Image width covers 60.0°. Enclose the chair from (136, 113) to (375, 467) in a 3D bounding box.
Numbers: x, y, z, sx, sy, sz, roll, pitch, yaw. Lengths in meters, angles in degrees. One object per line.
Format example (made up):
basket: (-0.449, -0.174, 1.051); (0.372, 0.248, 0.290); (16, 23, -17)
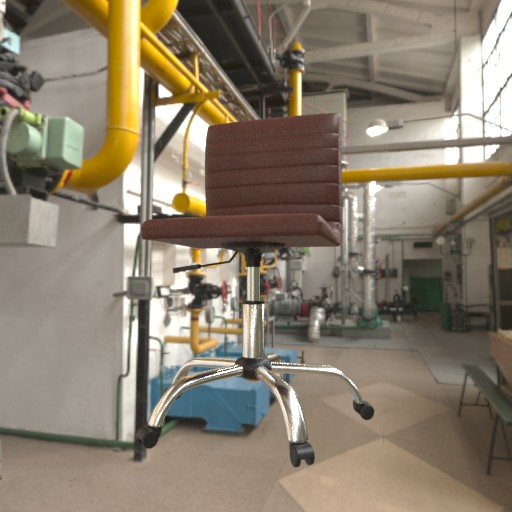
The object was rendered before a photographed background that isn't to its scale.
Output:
chair: (0.000, 0.000, 1.093); (0.556, 0.780, 0.530); (-1, -2, 17)
